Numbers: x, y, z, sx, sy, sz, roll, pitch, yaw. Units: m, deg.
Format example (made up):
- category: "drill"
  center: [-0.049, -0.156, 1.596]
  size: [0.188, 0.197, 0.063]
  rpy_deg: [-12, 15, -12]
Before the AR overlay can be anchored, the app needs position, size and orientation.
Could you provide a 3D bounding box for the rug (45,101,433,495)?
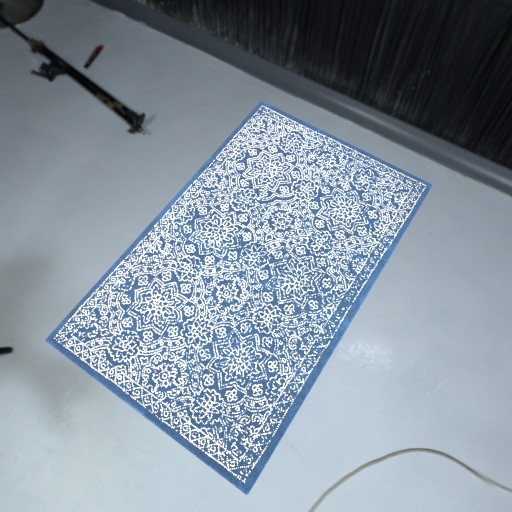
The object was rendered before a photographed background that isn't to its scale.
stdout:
- category: "rug"
  center: [0.000, 0.000, 3.021]
  size: [1.526, 0.015, 2.441]
  rpy_deg: [31, 67, 14]
